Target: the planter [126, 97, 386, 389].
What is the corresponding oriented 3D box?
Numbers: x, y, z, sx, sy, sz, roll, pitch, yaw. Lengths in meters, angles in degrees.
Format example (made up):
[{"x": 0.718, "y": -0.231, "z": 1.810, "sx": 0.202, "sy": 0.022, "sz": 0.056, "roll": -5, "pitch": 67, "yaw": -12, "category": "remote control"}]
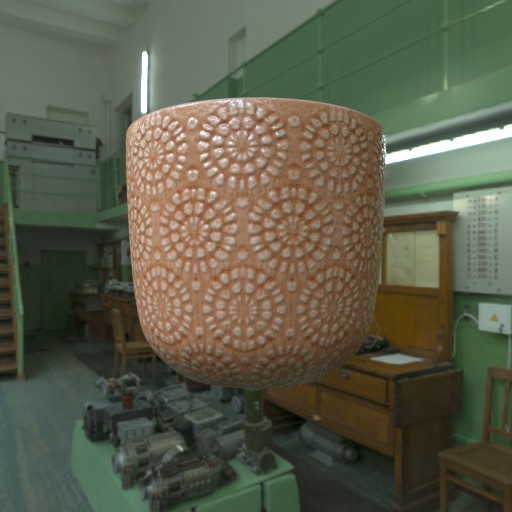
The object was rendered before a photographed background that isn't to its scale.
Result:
[{"x": 0.000, "y": 0.000, "z": 0.369, "sx": 0.208, "sy": 0.190, "sz": 0.208, "roll": 0, "pitch": 0, "yaw": 0, "category": "planter"}]
